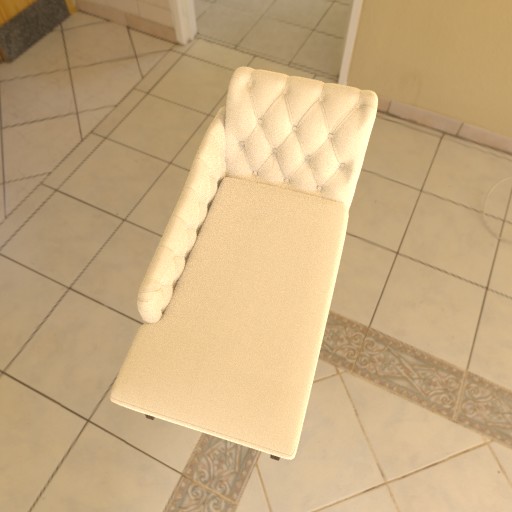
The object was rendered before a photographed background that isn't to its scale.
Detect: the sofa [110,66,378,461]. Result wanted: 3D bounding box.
[{"bbox_3d":[0.000,0.000,1.801,0.675,0.787,1.379,14,60,8],"label":"sofa"}]
